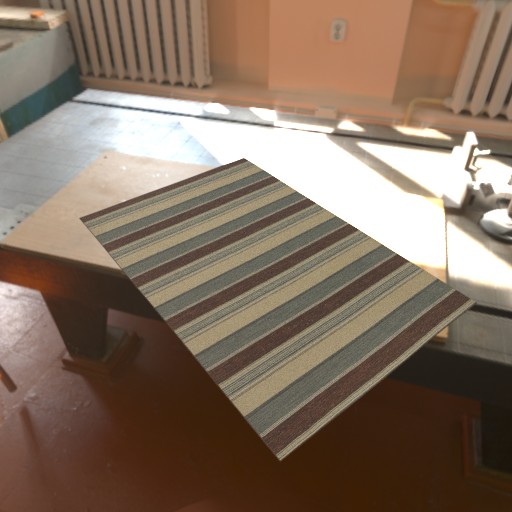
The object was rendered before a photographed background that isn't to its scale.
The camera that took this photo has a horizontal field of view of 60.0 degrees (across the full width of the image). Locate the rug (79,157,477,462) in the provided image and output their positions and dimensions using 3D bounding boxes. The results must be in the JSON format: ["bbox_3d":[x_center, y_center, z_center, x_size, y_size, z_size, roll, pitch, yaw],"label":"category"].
[{"bbox_3d":[0.000,0.000,2.353,1.219,0.008,1.829,-27,47,-28],"label":"rug"}]
